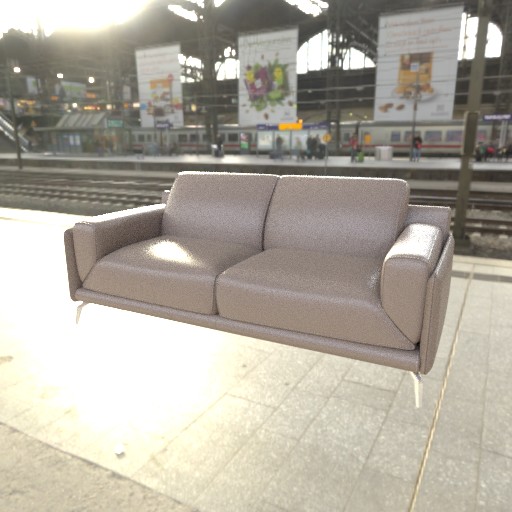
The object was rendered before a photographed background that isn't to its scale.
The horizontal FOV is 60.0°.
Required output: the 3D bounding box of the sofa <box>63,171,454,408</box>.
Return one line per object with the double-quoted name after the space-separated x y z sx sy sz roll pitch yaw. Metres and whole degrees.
0.000 0.000 2.598 2.101 0.930 1.049 7 16 25 "sofa"
